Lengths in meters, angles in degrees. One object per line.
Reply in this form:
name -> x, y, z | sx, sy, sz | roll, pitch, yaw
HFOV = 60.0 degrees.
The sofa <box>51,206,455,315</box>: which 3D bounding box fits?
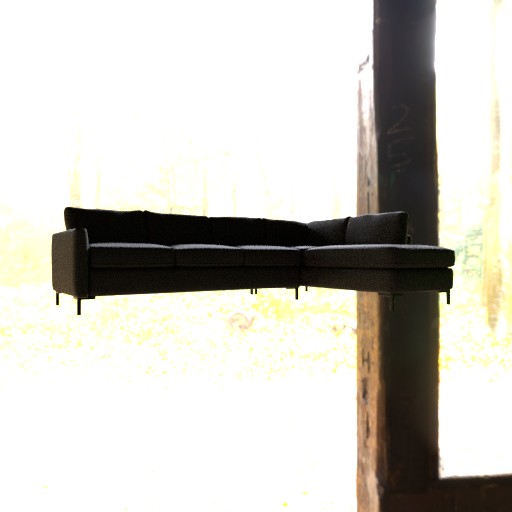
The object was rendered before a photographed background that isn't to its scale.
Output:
sofa -> 0.000, 0.000, 3.857 | 2.972, 0.858, 1.984 | 0, 0, -35
